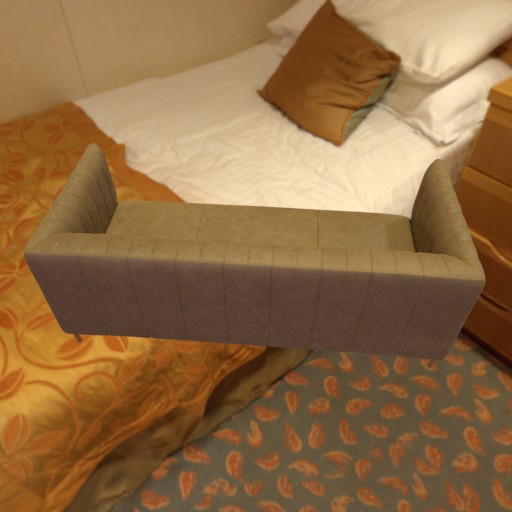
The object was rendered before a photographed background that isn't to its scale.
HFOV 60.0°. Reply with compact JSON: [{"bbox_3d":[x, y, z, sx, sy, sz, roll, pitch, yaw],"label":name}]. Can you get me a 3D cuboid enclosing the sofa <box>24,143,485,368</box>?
[{"bbox_3d":[0.000,0.000,2.355,1.980,0.779,0.876,3,46,3],"label":"sofa"}]
